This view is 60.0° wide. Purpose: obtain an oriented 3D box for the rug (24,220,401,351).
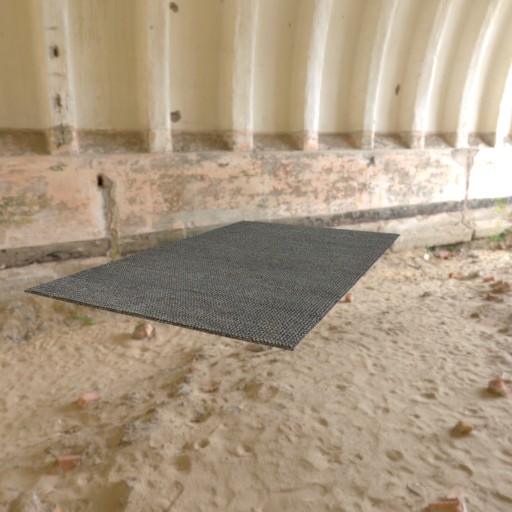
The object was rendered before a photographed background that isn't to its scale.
[{"bbox_3d":[0.000,0.000,3.063,1.538,0.021,2.443,7,16,26],"label":"rug"}]
